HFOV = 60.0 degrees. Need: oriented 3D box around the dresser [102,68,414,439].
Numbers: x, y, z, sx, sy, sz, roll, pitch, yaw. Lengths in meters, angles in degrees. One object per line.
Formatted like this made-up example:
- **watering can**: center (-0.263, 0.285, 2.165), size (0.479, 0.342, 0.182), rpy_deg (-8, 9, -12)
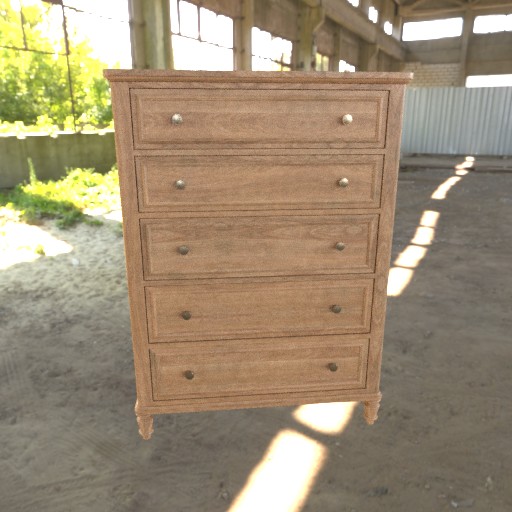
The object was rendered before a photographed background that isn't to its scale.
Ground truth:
- **dresser**: center (0.000, 0.000, 1.765), size (0.973, 1.318, 0.484), rpy_deg (-2, 17, -6)
